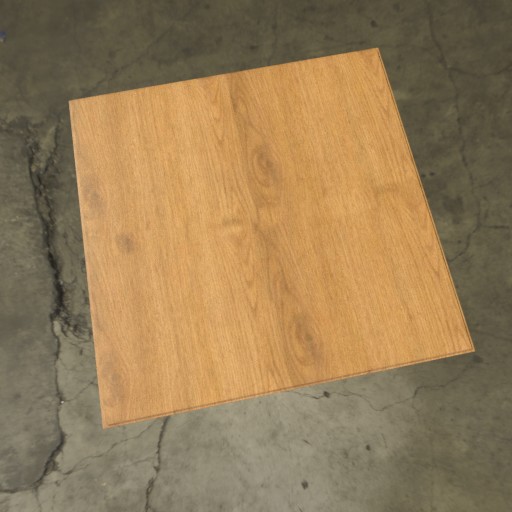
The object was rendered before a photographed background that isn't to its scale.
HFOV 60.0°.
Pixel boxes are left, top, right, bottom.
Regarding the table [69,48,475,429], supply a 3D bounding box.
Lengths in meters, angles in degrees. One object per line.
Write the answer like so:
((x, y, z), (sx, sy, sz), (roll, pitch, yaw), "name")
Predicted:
((0.000, 0.000, 1.075), (0.616, 0.593, 0.612), (-11, 75, -3), "table")
